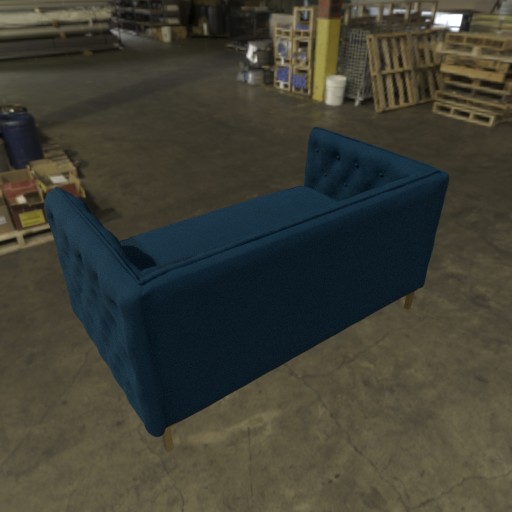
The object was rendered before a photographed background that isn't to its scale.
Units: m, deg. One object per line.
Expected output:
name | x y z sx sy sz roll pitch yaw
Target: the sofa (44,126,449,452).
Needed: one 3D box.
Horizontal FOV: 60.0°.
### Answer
sofa | 0.000 0.000 2.106 1.583 0.810 0.909 -21 38 -30
